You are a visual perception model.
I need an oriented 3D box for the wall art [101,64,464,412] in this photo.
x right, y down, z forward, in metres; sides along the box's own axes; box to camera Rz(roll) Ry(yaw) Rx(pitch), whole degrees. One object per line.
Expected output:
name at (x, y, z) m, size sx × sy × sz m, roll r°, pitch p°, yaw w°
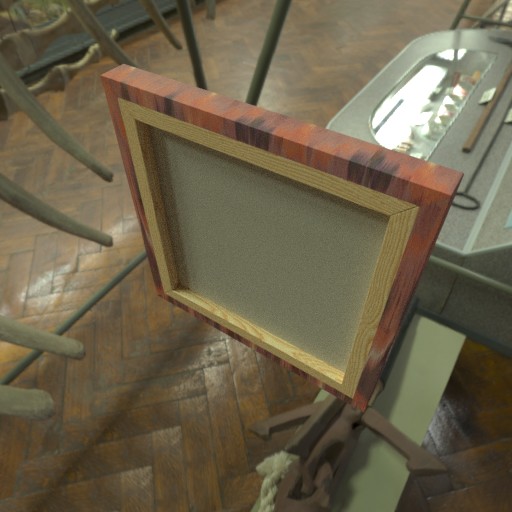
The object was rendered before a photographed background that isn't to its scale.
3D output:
wall art at (0.000, 0.000, 0.592) m, size 0.403 × 0.406 × 0.038 m, roll 25°, pitch 51°, yaw 22°
